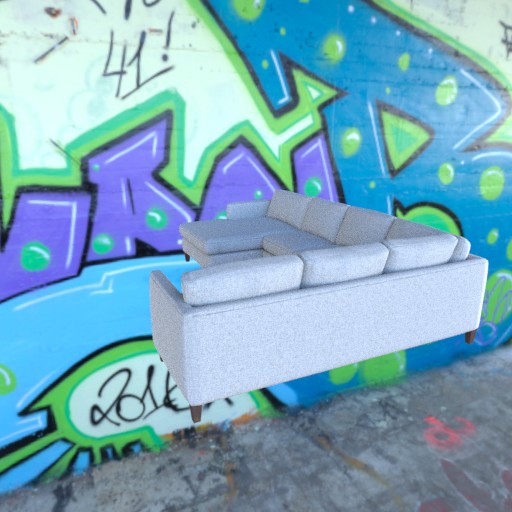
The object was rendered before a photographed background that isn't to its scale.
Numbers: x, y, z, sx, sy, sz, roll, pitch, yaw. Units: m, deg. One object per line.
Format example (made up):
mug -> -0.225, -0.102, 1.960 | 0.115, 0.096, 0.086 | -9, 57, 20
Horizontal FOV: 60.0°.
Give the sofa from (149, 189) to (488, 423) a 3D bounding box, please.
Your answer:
sofa -> 0.000, 0.000, 4.594 | 2.593, 0.959, 3.460 | -8, 18, -24
